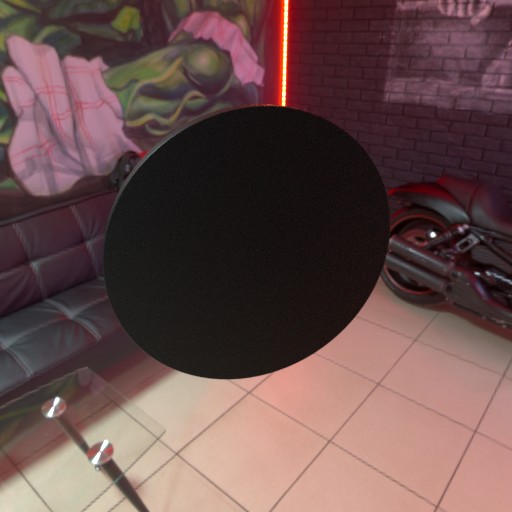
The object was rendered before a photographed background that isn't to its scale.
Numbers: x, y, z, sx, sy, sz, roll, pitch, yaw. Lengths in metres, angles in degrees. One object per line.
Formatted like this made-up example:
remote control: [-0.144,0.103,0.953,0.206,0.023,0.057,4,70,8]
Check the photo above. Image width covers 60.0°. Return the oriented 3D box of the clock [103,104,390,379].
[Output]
clock: [0.000,0.000,0.694,0.454,0.454,0.038,-8,27,-16]
